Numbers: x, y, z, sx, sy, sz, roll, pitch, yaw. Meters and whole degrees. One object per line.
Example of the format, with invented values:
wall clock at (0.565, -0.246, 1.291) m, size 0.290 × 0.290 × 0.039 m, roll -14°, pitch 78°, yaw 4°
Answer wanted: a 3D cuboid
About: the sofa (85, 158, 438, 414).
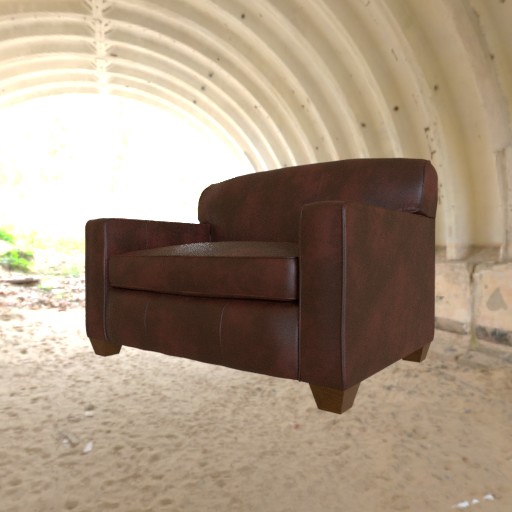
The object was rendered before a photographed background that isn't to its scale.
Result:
sofa at (0.000, 0.000, 2.084) m, size 1.413 × 0.956 × 1.000 m, roll 1°, pitch 1°, yaw 37°
